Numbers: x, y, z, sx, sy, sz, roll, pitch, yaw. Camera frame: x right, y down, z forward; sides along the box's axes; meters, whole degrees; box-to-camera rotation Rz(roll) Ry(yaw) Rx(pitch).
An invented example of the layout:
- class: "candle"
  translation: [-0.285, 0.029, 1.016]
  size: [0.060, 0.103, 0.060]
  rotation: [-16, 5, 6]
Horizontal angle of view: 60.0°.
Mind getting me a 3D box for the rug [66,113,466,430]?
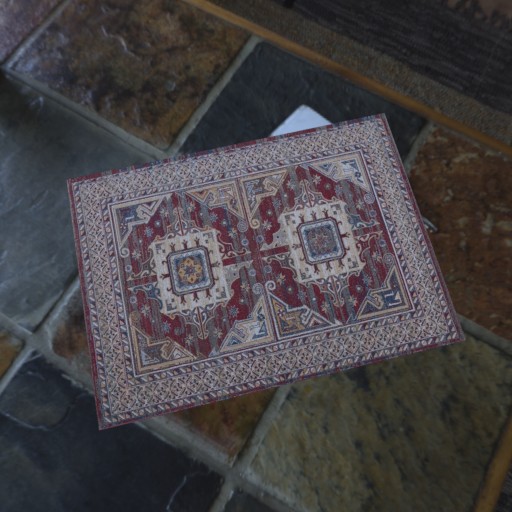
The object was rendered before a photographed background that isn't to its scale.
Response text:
- class: "rug"
  translation: [0.000, 0.000, 2.803]
  size: [2.210, 0.011, 1.599]
  rotation: [-13, 75, -4]
